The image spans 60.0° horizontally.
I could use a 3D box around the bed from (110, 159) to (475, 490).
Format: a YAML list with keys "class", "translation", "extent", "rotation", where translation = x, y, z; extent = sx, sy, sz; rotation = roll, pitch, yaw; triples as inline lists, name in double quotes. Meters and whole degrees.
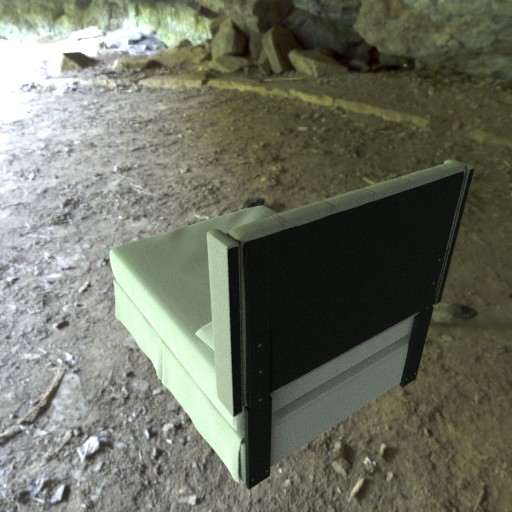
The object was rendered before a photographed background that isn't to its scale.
- class: "bed"
  translation: [0.000, 0.000, 3.287]
  extent: [1.719, 1.665, 2.066]
  rotation: [-19, 35, -30]
